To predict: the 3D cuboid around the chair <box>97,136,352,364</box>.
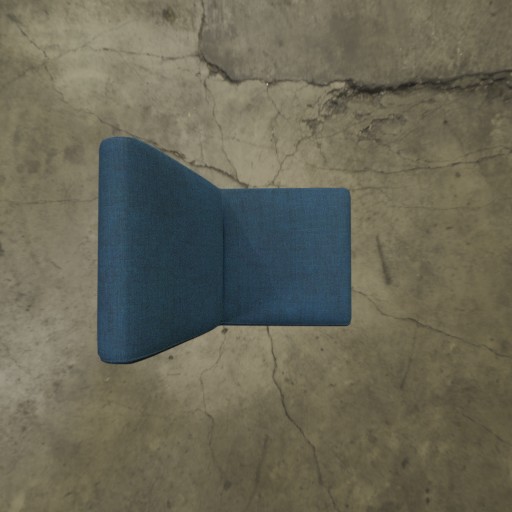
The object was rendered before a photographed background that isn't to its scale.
[{"bbox_3d":[0.000,0.000,1.346,0.610,1.029,0.450,0,88,0],"label":"chair"}]
